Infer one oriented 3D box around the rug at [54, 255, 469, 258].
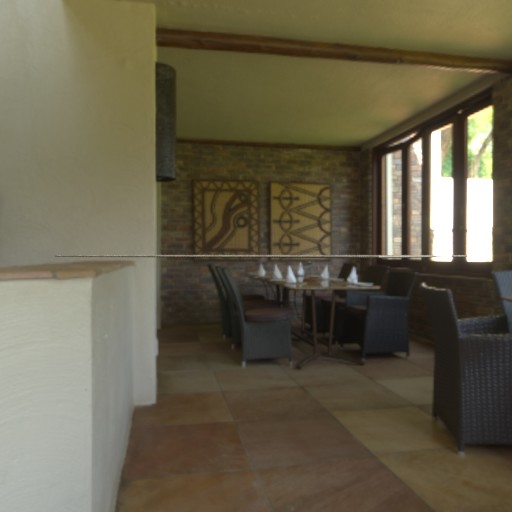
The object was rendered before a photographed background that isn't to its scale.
[{"bbox_3d":[0.000,0.000,2.344,1.829,0.008,1.219,0,0,37],"label":"rug"}]
